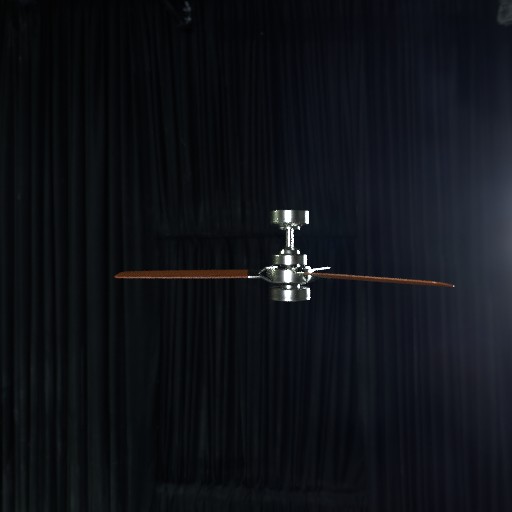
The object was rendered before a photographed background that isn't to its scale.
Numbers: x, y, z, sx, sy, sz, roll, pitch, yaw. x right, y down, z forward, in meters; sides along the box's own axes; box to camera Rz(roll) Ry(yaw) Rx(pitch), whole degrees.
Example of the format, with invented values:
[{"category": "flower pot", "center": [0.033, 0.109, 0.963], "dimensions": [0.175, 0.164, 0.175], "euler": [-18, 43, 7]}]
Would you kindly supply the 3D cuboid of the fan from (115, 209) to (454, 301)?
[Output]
[{"category": "fan", "center": [0.000, 0.000, 2.072], "dimensions": [1.271, 0.410, 1.416], "euler": [0, 0, 0]}]
